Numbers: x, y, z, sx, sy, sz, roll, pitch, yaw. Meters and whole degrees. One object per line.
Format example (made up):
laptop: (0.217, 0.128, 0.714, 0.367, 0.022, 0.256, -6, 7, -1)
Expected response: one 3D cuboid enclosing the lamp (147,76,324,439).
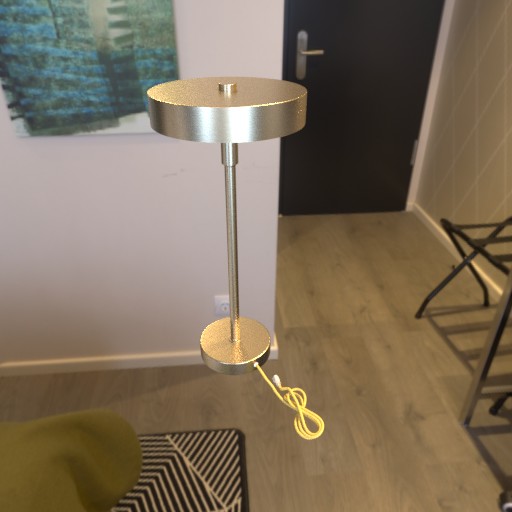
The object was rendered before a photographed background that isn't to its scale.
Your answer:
lamp: (0.000, 0.000, 0.715, 0.229, 0.508, 0.369, -20, 36, -30)
